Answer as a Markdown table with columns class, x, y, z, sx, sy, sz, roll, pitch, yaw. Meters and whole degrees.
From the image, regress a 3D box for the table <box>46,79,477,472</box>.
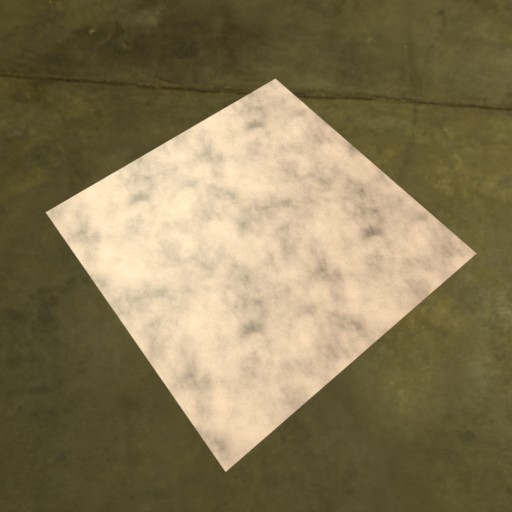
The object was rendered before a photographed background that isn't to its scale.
| class | x | y | z | sx | sy | sz | roll | pitch | yaw |
| --- | --- | --- | --- | --- | --- | --- | --- | --- | --- |
| table | 0.000 | 0.000 | 1.422 | 0.890 | 0.305 | 0.890 | -36 | 69 | -16 |
